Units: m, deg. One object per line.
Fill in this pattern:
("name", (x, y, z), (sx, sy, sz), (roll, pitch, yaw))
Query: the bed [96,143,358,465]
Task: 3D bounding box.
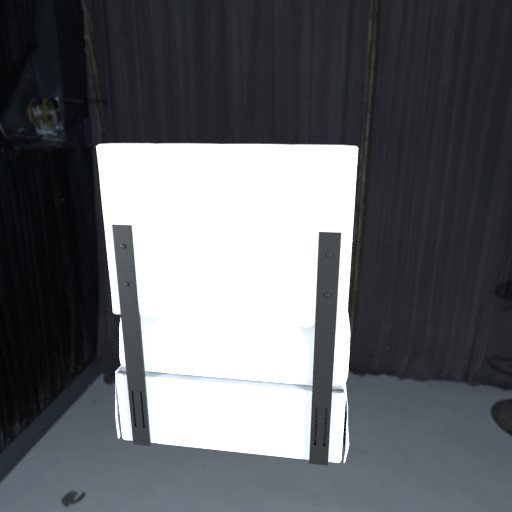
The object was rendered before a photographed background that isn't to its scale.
("bed", (0.000, 0.000, 3.013), (1.261, 1.571, 1.997), (3, 17, 8))
